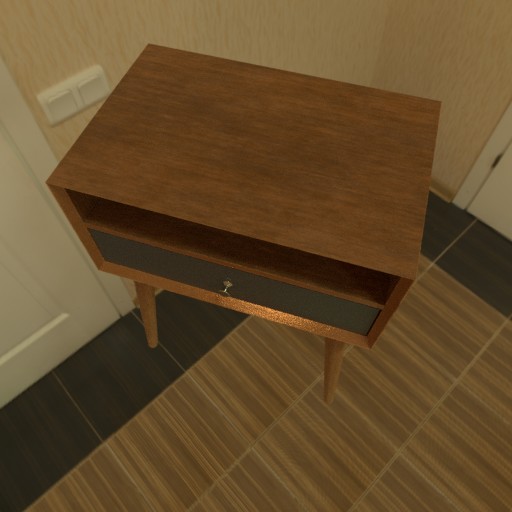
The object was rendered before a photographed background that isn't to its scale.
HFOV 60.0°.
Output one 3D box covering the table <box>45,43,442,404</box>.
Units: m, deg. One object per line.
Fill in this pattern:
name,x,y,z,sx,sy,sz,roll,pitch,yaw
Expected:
table,0.000,0.000,0.832,0.454,0.580,0.307,15,60,9
